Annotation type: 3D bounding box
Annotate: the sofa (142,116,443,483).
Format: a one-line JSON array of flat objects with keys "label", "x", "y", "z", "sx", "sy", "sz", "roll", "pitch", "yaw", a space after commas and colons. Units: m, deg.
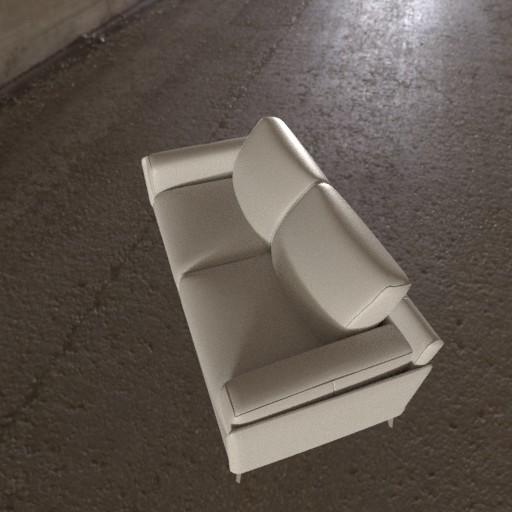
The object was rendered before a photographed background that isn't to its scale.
[{"label": "sofa", "x": 0.000, "y": 0.000, "z": 2.595, "sx": 1.049, "sy": 0.930, "sz": 2.101, "roll": -14, "pitch": 47, "yaw": -14}]
